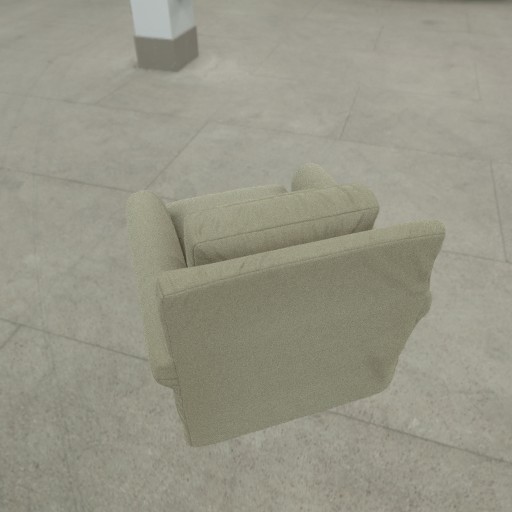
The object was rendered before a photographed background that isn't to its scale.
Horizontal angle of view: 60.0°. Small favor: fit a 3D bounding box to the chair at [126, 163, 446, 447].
[{"bbox_3d":[0.000,0.000,1.767,0.940,0.866,1.066,-12,43,-13],"label":"chair"}]
